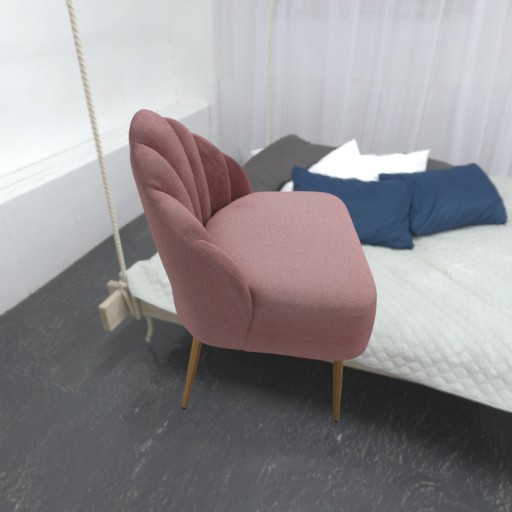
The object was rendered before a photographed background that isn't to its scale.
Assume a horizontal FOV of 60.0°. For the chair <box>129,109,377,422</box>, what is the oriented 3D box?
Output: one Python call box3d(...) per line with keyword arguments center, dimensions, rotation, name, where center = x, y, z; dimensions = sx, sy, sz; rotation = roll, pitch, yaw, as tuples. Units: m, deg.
box3d(center=(0.000, 0.000, 1.287), dimensions=(0.599, 0.819, 0.657), rotation=(0, 32, 0), name="chair")
